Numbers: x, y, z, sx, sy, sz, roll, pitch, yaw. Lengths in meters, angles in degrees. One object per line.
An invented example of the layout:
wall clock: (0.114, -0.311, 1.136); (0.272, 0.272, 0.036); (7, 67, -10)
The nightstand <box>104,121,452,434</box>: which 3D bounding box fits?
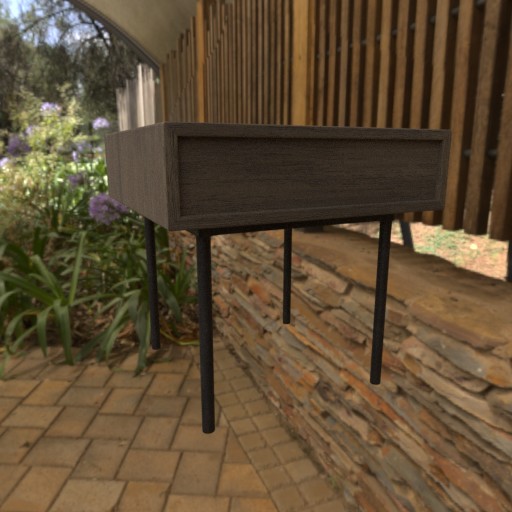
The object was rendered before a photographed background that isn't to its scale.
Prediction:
nightstand: (0.000, 0.000, 0.925); (0.502, 0.497, 0.503); (-6, 15, -26)
